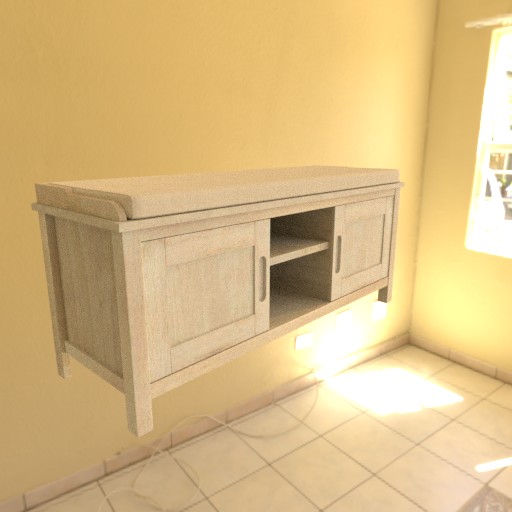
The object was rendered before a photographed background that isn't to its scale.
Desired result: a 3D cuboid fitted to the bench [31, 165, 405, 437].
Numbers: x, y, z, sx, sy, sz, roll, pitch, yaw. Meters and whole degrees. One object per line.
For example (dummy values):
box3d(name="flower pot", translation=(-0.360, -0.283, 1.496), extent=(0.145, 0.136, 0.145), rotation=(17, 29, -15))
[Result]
box3d(name="bench", translation=(0.000, 0.000, 1.375), extent=(0.398, 0.501, 1.140), rotation=(13, 20, 42))
